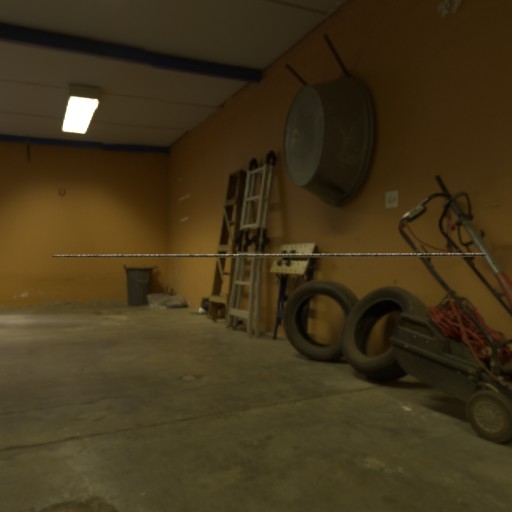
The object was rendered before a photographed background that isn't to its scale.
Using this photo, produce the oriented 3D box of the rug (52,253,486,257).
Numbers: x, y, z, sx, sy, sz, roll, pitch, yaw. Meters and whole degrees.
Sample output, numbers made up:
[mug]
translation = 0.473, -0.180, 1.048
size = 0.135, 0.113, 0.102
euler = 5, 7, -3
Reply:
[rug]
translation = 0.000, 0.000, 2.575
size = 2.305, 0.013, 0.719
euler = 0, -1, 18
